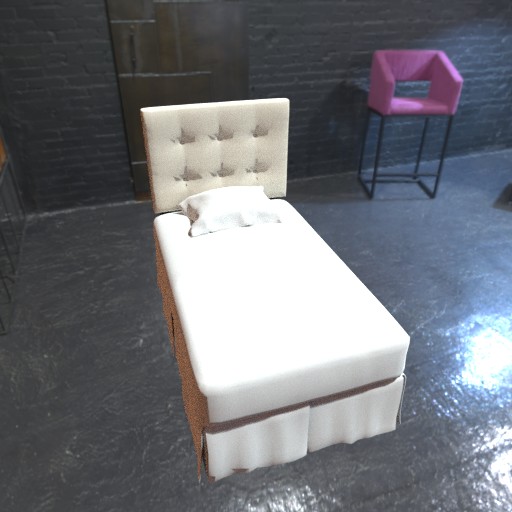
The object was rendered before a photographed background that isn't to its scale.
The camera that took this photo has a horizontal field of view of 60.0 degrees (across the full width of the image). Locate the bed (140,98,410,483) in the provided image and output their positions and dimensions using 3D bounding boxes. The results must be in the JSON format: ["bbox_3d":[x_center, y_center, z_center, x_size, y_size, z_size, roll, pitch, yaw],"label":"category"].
[{"bbox_3d":[0.000,0.000,2.946,1.261,1.571,1.997,-9,33,-15],"label":"bed"}]
